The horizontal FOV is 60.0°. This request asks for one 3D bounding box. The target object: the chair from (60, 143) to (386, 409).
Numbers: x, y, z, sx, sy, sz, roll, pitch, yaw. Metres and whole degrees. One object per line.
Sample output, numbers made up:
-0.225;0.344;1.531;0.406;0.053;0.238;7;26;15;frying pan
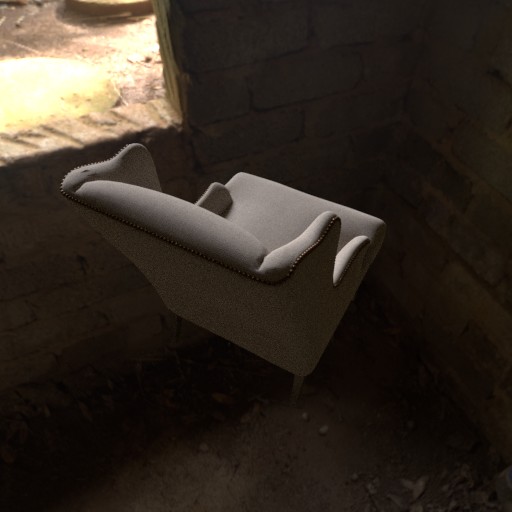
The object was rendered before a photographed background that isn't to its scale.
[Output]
0.000;0.000;1.654;0.737;1.029;0.940;23;50;21;chair
